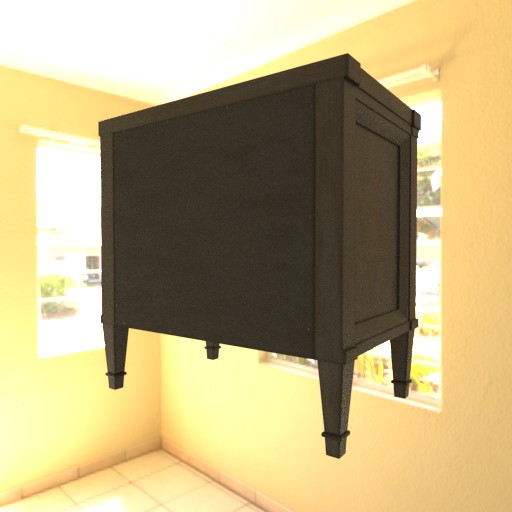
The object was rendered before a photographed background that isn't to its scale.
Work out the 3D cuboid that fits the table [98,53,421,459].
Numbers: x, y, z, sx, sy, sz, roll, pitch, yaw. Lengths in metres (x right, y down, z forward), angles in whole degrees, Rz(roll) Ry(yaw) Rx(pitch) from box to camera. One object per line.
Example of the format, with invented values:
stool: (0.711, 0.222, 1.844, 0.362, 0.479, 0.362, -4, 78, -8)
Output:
table: (0.000, 0.000, 1.069, 0.660, 0.660, 0.413, 1, 2, 36)
